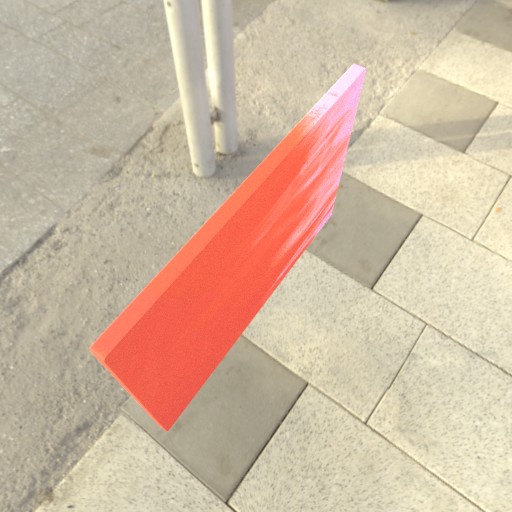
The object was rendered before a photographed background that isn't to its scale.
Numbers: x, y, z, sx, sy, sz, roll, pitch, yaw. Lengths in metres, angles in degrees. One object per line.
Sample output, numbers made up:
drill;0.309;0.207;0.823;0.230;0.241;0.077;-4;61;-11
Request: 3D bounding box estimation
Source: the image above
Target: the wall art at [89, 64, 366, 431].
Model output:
wall art;0.000;0.000;1.172;0.040;0.609;0.913;31;63;17
